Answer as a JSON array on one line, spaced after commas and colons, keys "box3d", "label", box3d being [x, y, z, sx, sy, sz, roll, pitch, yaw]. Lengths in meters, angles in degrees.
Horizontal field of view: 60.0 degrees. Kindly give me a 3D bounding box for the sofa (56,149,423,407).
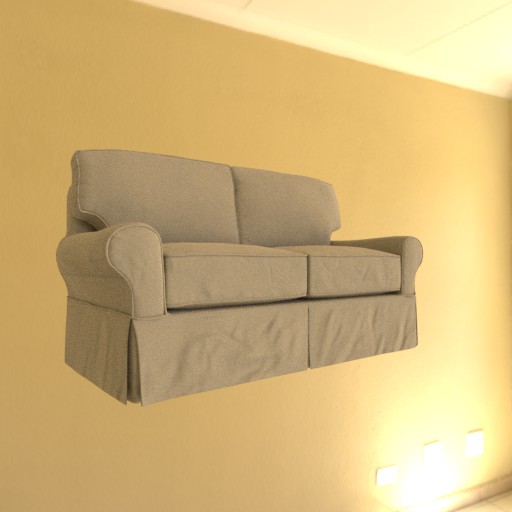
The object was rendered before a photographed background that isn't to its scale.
[{"box3d": [0.000, 0.000, 2.288, 1.823, 1.024, 0.841, 0, 0, -37], "label": "sofa"}]
